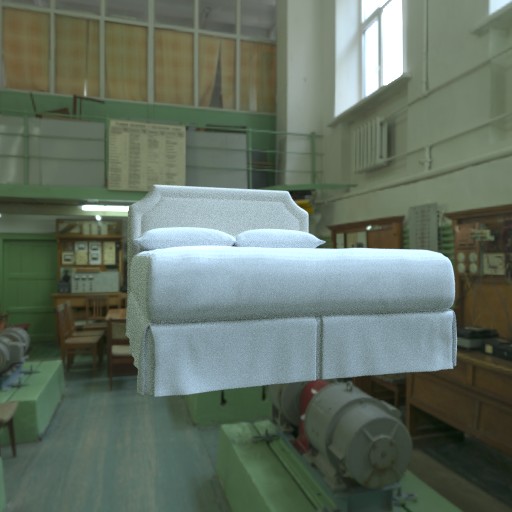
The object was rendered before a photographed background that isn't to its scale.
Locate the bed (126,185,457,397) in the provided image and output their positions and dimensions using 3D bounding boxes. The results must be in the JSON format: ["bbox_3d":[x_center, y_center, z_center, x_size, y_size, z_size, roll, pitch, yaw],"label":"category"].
[{"bbox_3d":[0.000,0.000,3.840,2.134,1.524,2.548,0,0,-18],"label":"bed"}]
